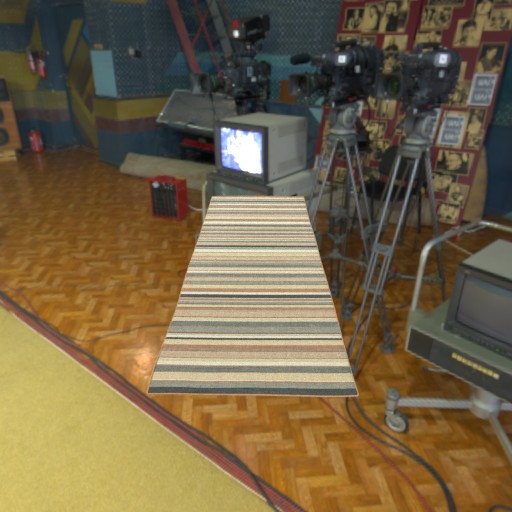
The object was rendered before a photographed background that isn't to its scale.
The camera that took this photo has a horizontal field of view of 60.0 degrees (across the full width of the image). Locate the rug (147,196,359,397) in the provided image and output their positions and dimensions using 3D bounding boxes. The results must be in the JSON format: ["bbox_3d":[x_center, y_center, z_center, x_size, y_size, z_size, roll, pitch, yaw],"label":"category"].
[{"bbox_3d":[0.000,0.000,2.752,0.799,0.010,2.444,0,25,1],"label":"rug"}]
